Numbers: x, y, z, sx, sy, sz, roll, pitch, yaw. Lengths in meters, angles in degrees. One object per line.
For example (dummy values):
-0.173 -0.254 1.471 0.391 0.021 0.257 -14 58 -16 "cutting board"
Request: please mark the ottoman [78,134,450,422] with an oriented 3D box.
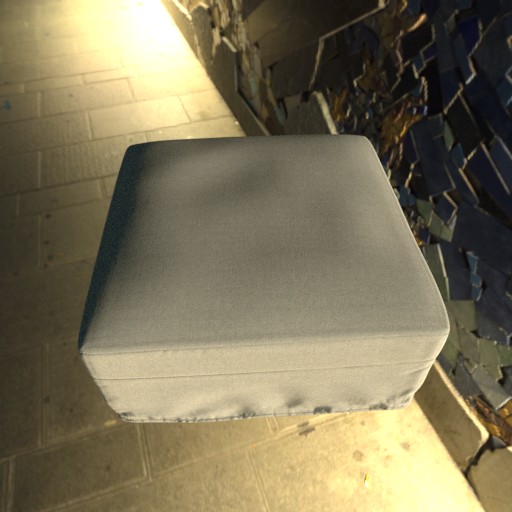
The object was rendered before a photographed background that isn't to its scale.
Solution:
0.000 0.000 1.349 0.840 0.436 0.843 -3 46 -3 "ottoman"
